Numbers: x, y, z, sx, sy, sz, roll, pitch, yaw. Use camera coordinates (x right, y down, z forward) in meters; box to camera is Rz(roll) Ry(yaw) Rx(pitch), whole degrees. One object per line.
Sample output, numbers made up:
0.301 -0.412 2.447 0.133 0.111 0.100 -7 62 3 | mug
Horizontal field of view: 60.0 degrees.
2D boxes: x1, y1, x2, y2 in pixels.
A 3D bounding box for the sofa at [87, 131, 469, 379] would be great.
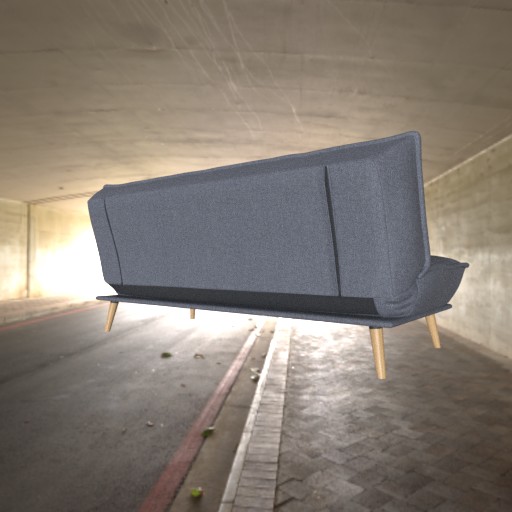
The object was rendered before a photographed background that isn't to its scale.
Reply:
0.000 0.000 2.397 1.940 0.890 0.950 0 -1 38 | sofa
